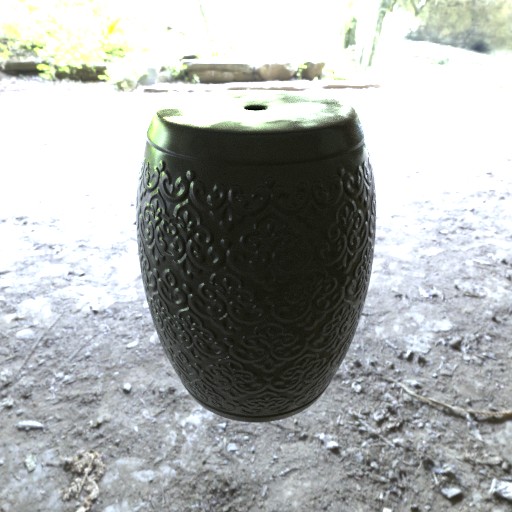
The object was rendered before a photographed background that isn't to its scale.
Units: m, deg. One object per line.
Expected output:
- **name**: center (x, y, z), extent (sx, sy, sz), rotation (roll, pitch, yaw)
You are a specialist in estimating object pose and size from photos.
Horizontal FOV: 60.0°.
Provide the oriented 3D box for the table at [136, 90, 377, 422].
- **table**: center (0.000, 0.000, 0.608), extent (0.309, 0.397, 0.309), rotation (0, 30, 0)
